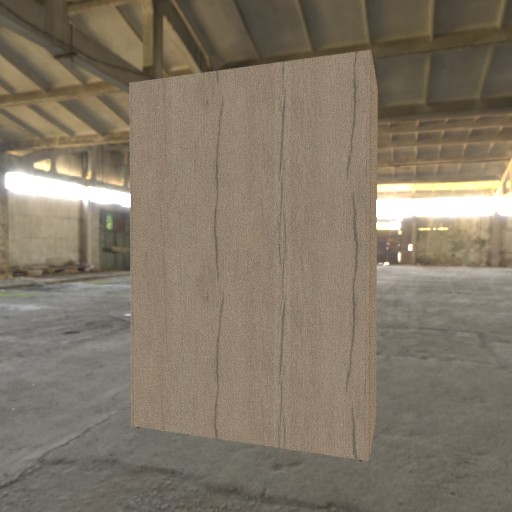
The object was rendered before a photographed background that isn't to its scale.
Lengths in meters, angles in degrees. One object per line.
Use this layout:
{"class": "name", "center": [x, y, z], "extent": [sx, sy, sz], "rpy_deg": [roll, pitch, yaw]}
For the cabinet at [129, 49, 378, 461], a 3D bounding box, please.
{"class": "cabinet", "center": [0.000, 0.000, 2.717], "extent": [1.400, 2.070, 0.580], "rpy_deg": [0, 1, 19]}
